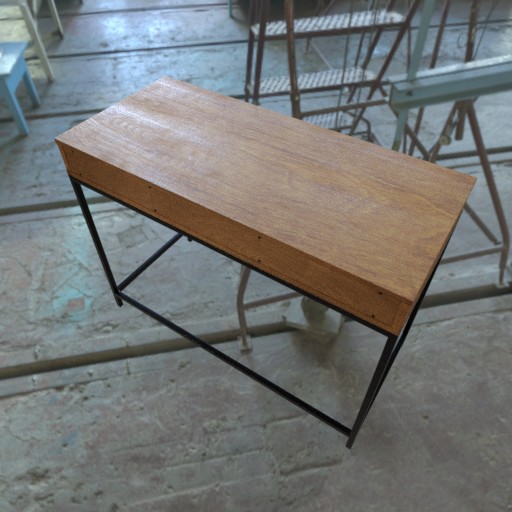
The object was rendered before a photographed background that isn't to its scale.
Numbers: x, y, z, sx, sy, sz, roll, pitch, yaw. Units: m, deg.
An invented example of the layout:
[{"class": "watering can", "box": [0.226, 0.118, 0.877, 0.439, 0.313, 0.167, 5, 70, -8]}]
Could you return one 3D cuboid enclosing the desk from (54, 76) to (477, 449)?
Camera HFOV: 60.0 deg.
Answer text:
[{"class": "desk", "box": [0.000, 0.000, 1.434, 1.016, 0.762, 0.470, 26, 52, 22]}]
